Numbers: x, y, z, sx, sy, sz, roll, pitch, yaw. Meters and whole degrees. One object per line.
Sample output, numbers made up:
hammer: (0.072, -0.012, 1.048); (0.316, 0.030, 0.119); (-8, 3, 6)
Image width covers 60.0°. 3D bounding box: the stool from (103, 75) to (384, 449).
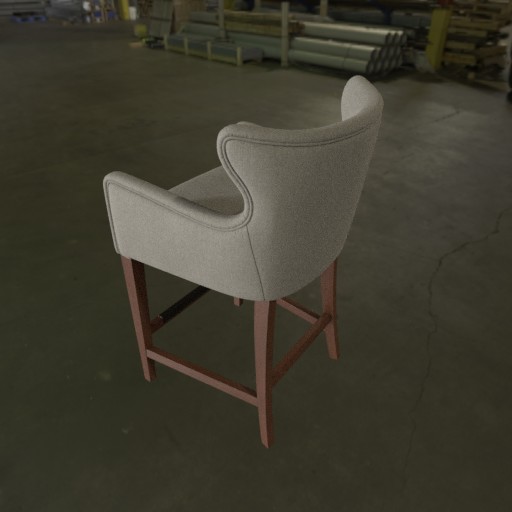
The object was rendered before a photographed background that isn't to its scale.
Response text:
stool: (0.000, 0.000, 1.305); (0.575, 0.951, 0.575); (22, 39, 29)
